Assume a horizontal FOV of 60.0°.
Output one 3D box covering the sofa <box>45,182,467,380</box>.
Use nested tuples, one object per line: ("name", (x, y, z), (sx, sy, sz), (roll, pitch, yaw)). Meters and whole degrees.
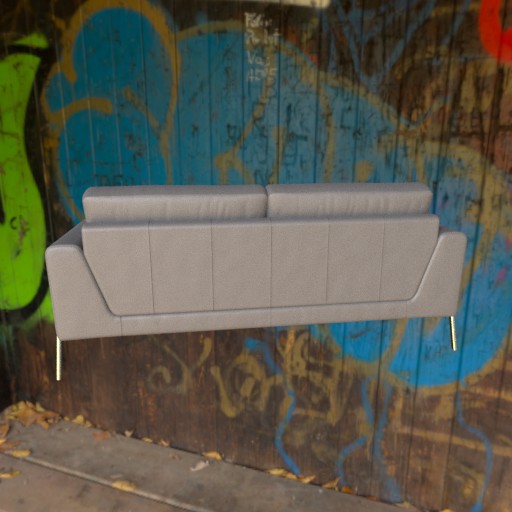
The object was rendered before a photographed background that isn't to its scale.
("sofa", (0.000, 0.000, 2.543), (2.017, 0.875, 0.953), (-2, 15, -8))
